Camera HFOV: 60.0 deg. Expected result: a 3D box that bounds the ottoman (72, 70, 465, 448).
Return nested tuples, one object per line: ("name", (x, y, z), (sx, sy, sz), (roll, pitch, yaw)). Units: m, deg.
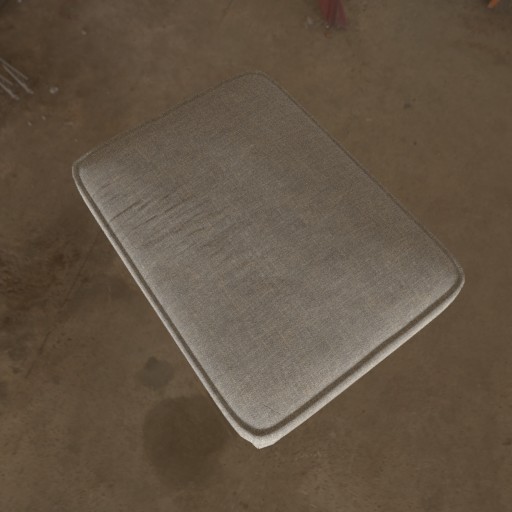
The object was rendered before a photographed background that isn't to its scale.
("ottoman", (0.000, 0.000, 1.114), (0.559, 0.457, 0.762), (-33, 68, -15))
